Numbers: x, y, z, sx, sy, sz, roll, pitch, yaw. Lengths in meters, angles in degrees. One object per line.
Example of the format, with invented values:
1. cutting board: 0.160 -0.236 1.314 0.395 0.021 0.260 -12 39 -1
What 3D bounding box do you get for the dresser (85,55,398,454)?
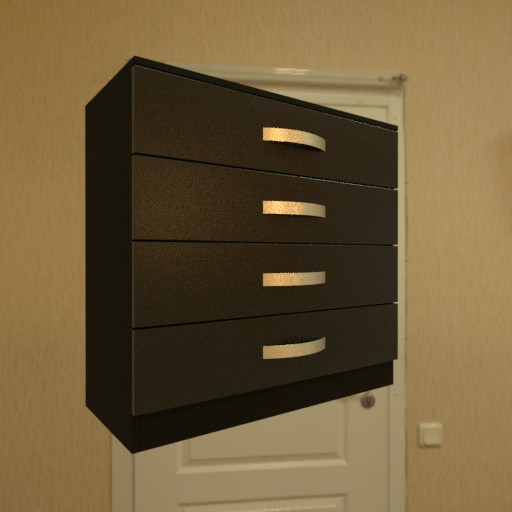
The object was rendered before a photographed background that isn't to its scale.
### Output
1. dresser: 0.000 0.000 1.134 0.750 0.720 0.360 0 0 -35
